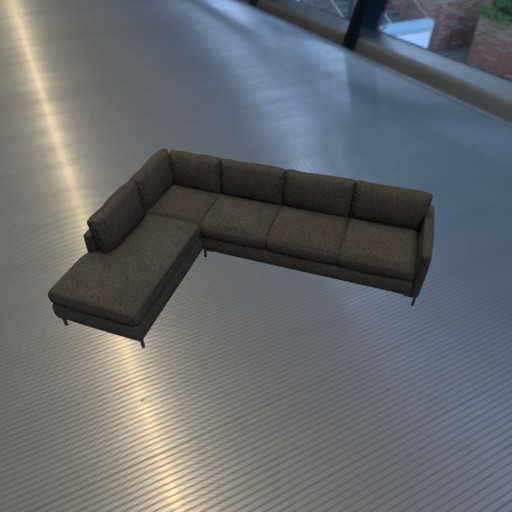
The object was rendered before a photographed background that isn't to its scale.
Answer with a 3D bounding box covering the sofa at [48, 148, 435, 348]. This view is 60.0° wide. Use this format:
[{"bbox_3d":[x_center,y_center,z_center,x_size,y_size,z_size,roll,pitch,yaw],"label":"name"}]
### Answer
[{"bbox_3d":[0.000,0.000,3.944,2.949,0.815,2.007,12,43,14],"label":"sofa"}]
